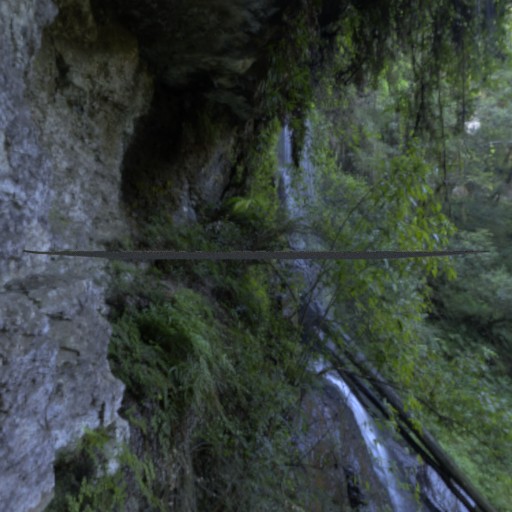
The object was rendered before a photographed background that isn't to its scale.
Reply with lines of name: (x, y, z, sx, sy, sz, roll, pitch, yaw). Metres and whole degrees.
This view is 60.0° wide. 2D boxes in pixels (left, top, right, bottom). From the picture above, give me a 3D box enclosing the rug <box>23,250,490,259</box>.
rug: (0.000, 0.000, 4.253, 3.228, 0.024, 2.443, 0, -1, 0)
